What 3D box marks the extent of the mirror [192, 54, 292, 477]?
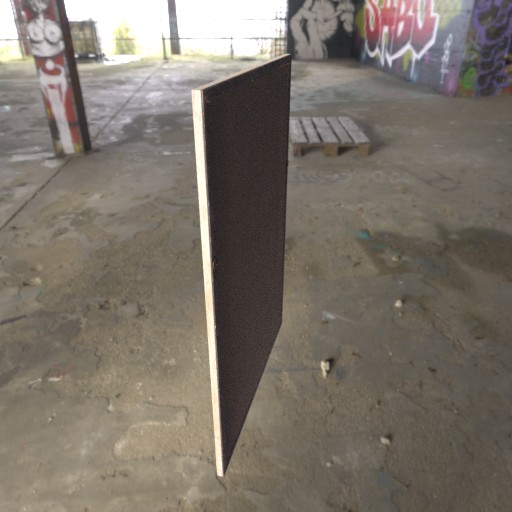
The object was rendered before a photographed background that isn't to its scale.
[{"bbox_3d":[0.000,0.000,1.261,0.025,0.996,0.705,8,30,14],"label":"mirror"}]
